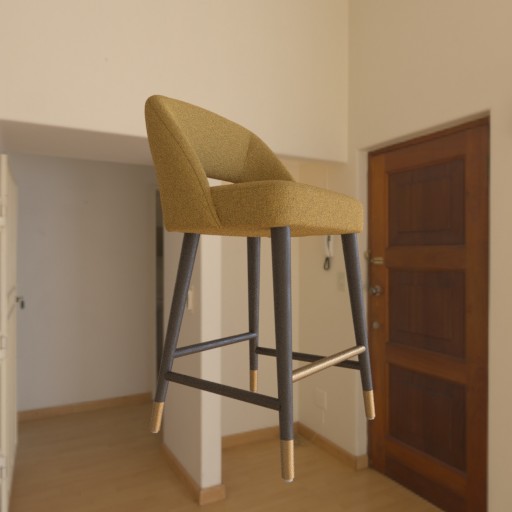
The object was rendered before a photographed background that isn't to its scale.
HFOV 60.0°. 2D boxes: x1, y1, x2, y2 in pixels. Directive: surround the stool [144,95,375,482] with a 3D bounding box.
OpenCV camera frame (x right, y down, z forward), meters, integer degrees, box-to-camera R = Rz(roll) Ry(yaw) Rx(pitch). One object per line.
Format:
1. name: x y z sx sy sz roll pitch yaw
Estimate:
1. stool: 0.000 0.000 1.250 0.522 0.939 0.536 0 0 37
